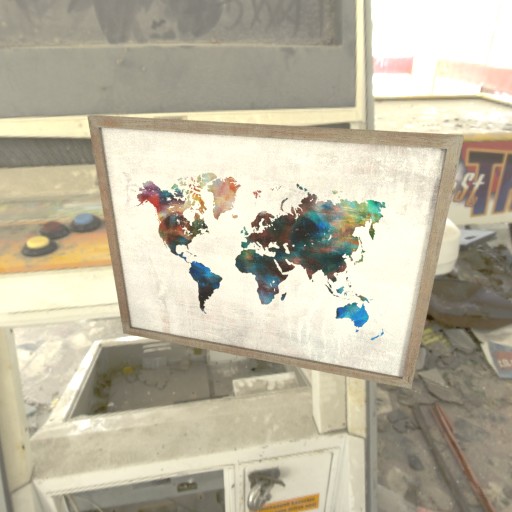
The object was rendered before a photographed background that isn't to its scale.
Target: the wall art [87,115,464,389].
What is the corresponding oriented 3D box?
[{"bbox_3d":[0.000,0.000,1.339,1.012,0.774,0.019,8,28,14],"label":"wall art"}]
